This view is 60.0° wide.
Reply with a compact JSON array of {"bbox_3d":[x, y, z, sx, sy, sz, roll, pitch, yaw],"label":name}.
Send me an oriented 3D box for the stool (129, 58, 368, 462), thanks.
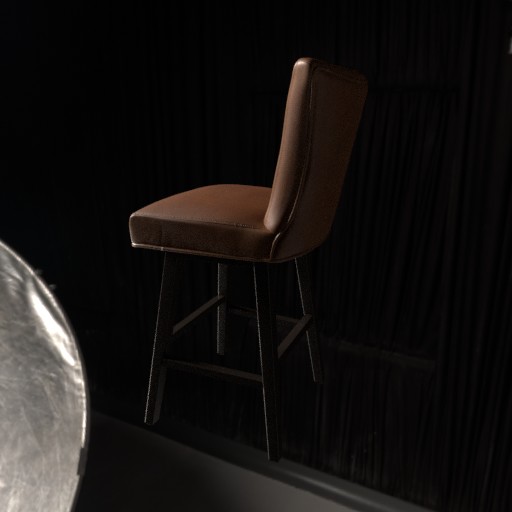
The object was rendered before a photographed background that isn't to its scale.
[{"bbox_3d":[0.000,0.000,1.405,0.585,1.094,0.522,8,20,24],"label":"stool"}]
